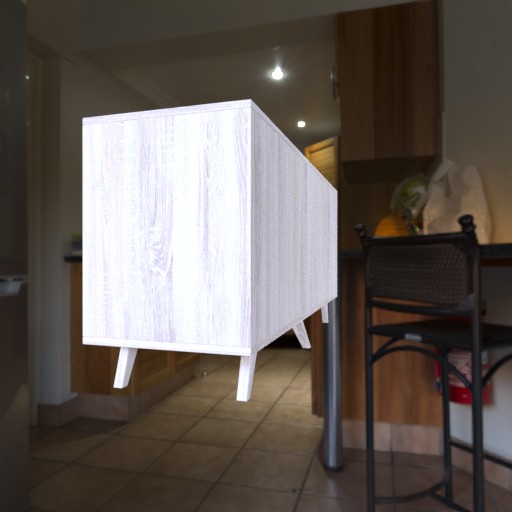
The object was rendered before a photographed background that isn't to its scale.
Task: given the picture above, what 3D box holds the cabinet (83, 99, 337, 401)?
[{"bbox_3d":[0.000,0.000,1.958,0.500,0.780,1.650,0,0,18],"label":"cabinet"}]
